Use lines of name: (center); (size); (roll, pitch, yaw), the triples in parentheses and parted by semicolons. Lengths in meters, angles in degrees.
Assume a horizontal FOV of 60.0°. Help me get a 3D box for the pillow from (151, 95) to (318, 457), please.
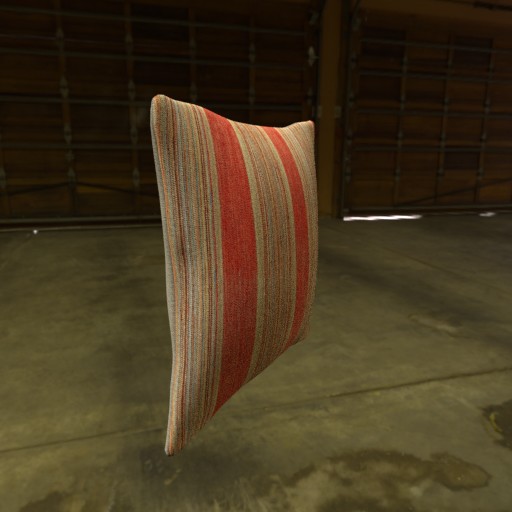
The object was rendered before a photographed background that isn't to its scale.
pillow: (0.000, 0.000, 0.671); (0.136, 0.419, 0.437); (7, 14, 28)
